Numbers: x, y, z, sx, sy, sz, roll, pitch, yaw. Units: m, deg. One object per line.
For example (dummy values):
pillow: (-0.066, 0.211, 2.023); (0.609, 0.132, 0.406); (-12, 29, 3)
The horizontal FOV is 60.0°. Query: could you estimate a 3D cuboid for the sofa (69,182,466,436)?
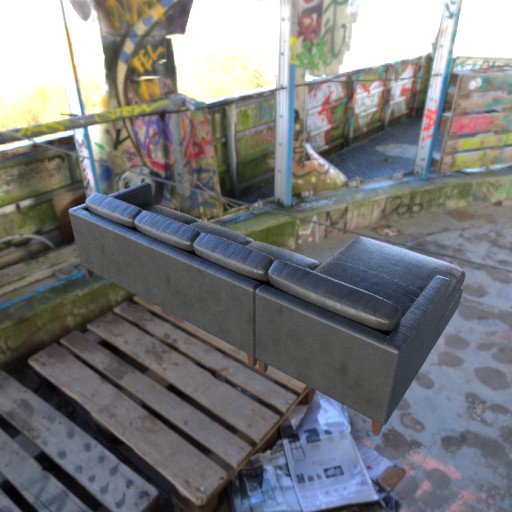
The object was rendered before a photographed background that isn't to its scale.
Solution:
sofa: (0.000, 0.000, 3.964); (3.203, 0.883, 1.581); (21, 36, 32)
